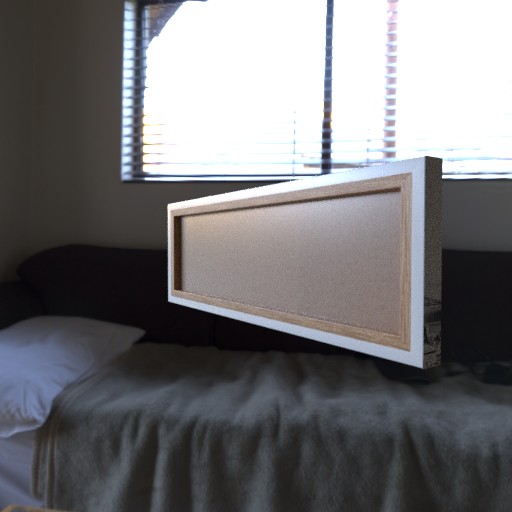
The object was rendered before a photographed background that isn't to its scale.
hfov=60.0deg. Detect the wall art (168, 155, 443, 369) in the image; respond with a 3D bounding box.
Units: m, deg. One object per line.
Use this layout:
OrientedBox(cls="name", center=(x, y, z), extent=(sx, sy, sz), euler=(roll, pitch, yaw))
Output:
OrientedBox(cls="wall art", center=(0.000, 0.000, 0.856), extent=(0.036, 0.256, 0.766), euler=(-1, 2, -34))
